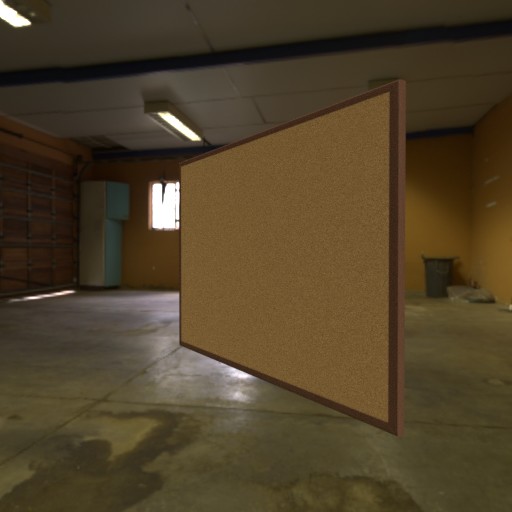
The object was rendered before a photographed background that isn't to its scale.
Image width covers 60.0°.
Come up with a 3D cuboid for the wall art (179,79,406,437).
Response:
[{"bbox_3d":[0.000,0.000,0.839,0.014,0.455,0.660,-1,1,-35],"label":"wall art"}]
